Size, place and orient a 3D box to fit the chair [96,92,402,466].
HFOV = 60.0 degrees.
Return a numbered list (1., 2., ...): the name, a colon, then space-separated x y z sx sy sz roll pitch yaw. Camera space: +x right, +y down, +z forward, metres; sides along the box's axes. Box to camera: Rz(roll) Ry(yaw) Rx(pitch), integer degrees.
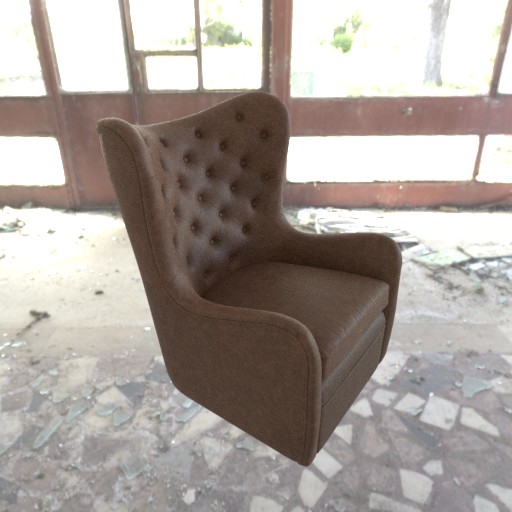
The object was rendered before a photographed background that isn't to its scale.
1. chair: 0.000 0.000 1.698 0.930 1.079 0.831 18 32 31
